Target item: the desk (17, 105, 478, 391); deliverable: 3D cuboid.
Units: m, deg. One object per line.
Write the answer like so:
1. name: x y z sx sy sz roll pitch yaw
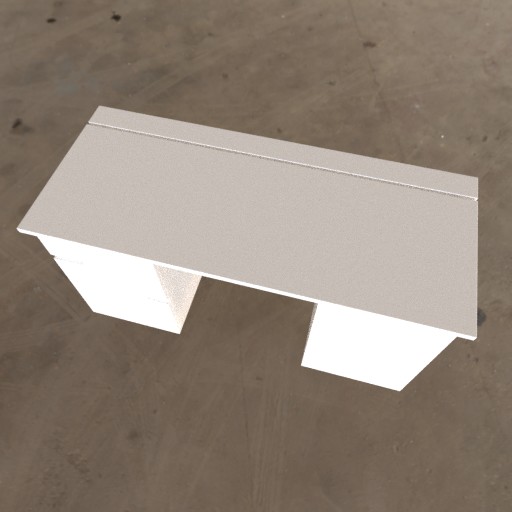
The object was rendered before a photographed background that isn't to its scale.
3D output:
1. desk: 0.000 0.000 1.957 1.580 0.760 0.670 13 59 8
